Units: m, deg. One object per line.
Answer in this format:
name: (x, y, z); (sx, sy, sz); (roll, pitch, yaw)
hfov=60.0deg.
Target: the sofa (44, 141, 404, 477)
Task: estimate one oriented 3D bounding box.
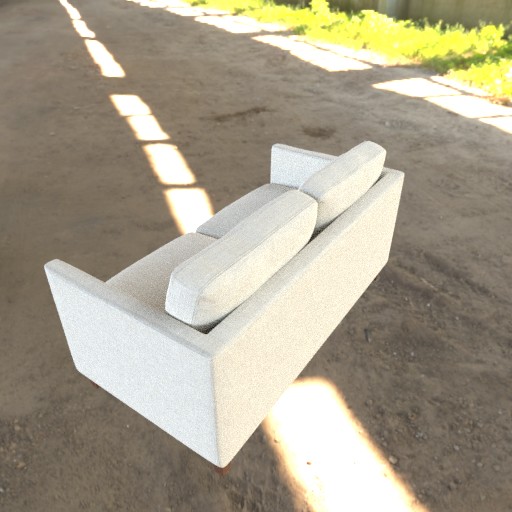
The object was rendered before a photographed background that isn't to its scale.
sofa: (0.000, 0.000, 2.404); (0.950, 0.963, 1.838); (21, 39, 28)
